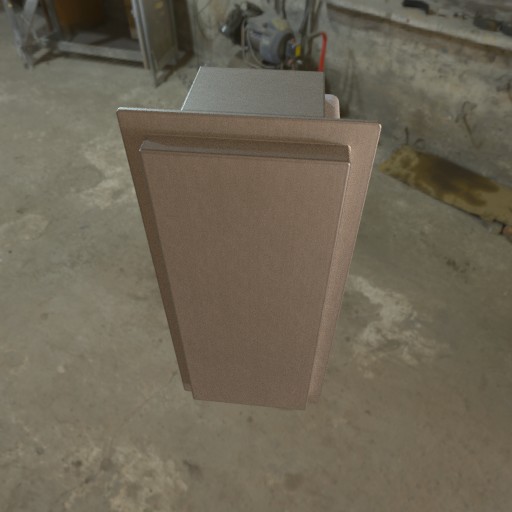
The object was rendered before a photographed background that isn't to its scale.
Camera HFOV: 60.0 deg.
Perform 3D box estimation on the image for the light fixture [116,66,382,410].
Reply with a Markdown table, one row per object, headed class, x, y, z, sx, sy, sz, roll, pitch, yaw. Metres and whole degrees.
| class | x | y | z | sx | sy | sz | roll | pitch | yaw |
| --- | --- | --- | --- | --- | --- | --- | --- | --- | --- |
| light fixture | 0.000 | 0.000 | 0.457 | 0.168 | 0.380 | 0.160 | 4 | 46 | 4 |
